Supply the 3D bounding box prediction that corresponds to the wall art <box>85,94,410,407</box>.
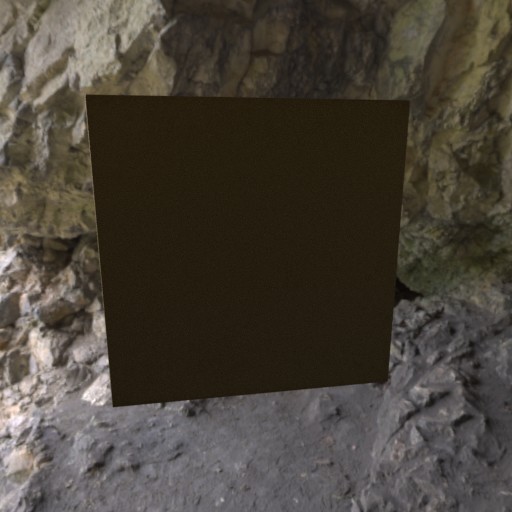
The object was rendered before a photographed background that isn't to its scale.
[{"bbox_3d":[0.000,0.000,0.752,0.503,0.506,0.030,-2,14,-10],"label":"wall art"}]
